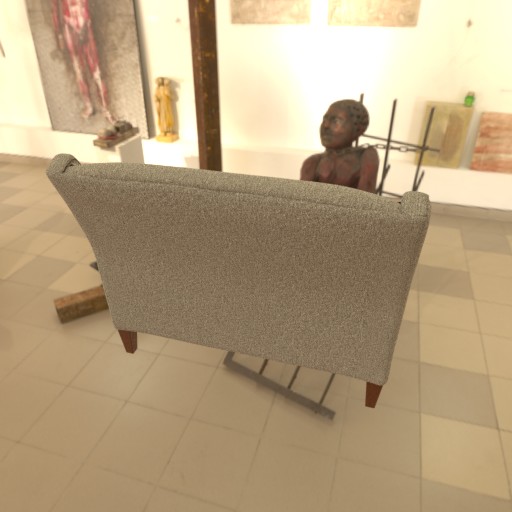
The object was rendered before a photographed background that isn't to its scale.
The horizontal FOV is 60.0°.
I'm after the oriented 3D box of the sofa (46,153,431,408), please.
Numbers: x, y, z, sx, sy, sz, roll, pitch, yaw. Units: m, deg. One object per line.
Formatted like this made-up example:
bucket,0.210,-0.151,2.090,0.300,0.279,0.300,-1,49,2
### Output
sofa,0.000,0.000,1.915,1.242,1.026,0.862,9,33,14
